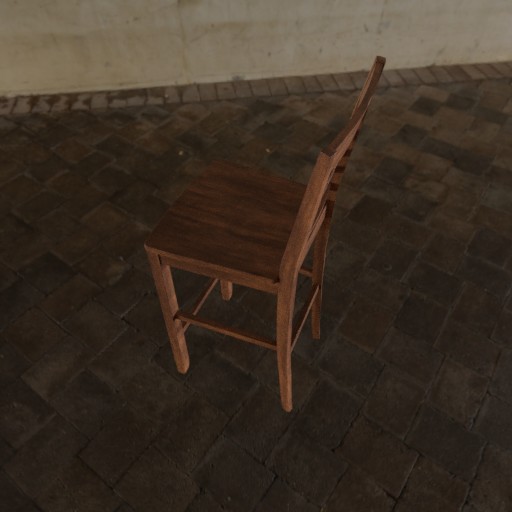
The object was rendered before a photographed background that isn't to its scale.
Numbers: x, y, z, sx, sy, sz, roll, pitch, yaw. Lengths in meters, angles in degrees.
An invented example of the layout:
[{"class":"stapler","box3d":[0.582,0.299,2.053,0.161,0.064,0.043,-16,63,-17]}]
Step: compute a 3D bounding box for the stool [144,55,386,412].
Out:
[{"class":"stool","box3d":[0.000,0.000,1.341,0.487,1.105,0.433,18,49,16]}]
